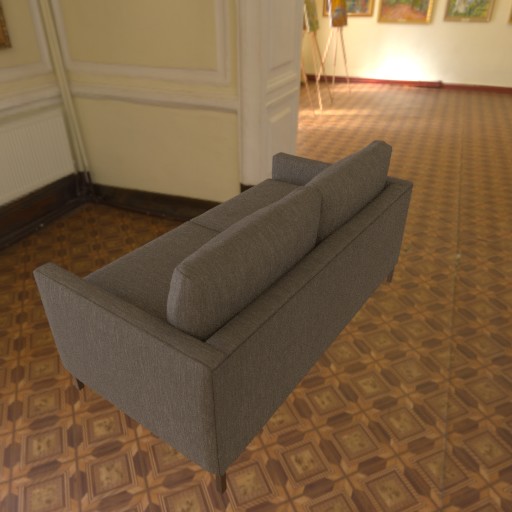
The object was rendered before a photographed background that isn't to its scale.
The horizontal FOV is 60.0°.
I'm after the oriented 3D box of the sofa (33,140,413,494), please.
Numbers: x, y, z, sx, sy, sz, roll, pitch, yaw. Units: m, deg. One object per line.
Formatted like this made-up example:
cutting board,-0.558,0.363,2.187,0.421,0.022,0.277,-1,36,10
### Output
sofa,0.000,0.000,2.076,0.875,0.840,1.682,20,37,30
